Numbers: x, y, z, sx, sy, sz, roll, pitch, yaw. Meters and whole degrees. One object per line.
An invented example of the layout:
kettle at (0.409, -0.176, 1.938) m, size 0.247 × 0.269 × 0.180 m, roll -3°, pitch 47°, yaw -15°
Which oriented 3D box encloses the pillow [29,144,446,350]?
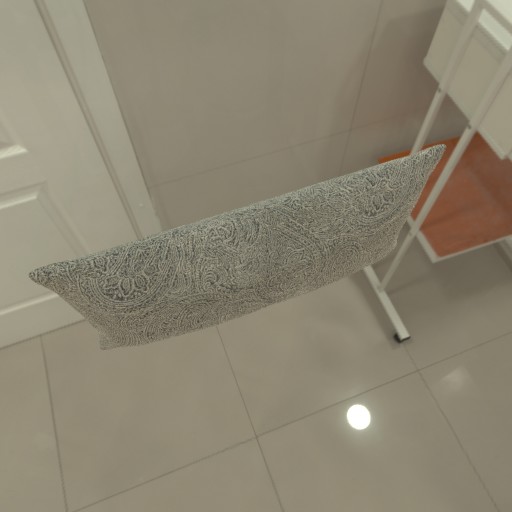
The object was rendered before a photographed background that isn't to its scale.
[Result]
pillow at (0.000, 0.000, 0.738) m, size 0.615 × 0.295 × 0.151 m, roll -19°, pitch 62°, yaw -10°
